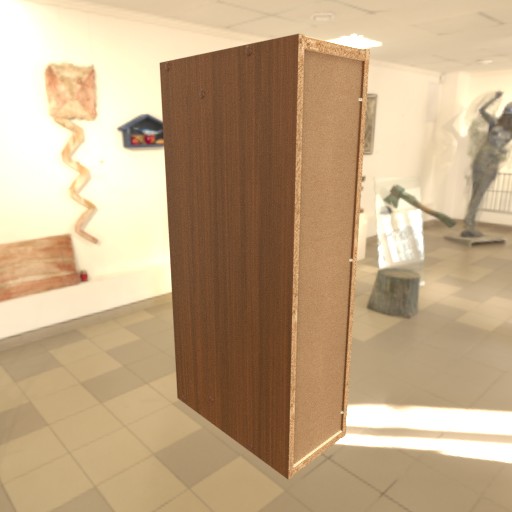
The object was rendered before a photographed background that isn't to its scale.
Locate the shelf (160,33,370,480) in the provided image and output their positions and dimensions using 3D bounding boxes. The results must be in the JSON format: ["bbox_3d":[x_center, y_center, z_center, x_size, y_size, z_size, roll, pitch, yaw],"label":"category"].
[{"bbox_3d":[0.000,0.000,0.723,0.147,0.600,0.290,-14,21,-42],"label":"shelf"}]
